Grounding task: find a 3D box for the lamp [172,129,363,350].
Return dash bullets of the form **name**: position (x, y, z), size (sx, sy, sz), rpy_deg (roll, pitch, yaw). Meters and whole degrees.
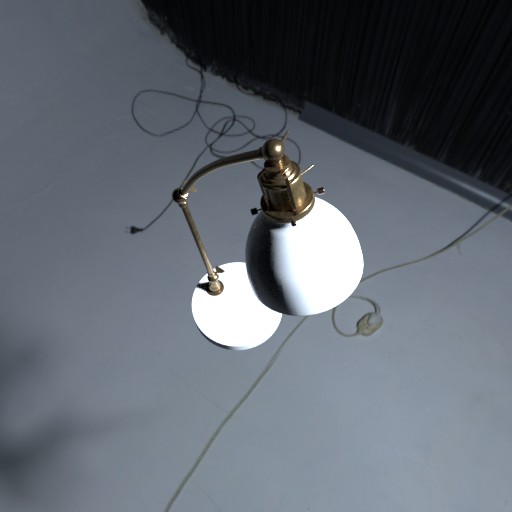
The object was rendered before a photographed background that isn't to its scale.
- **lamp**: position (0.000, 0.000, 0.683), size (0.317, 0.522, 0.186), rpy_deg (32, 65, 17)
